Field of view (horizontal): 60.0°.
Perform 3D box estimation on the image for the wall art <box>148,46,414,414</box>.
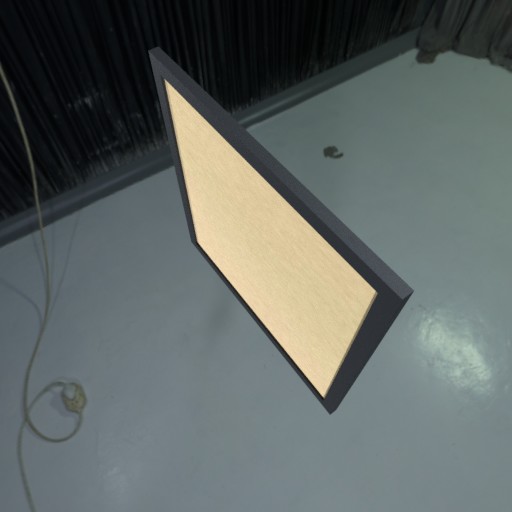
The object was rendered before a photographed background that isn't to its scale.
[{"bbox_3d":[0.000,0.000,0.537,0.012,0.357,0.358,-32,64,-18],"label":"wall art"}]
